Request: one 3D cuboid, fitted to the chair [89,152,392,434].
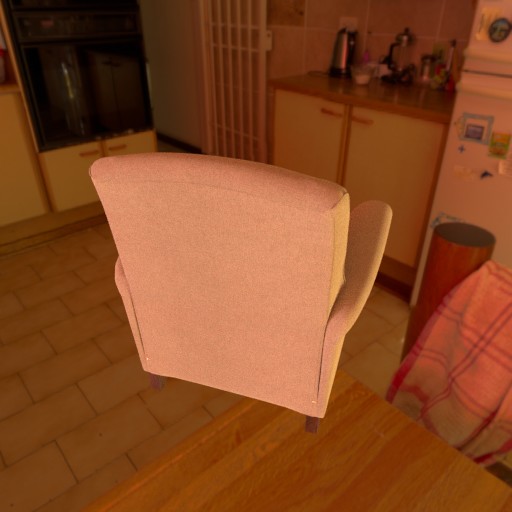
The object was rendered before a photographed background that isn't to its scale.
[{"bbox_3d":[0.000,0.000,1.771,0.978,1.061,0.905,10,32,16],"label":"chair"}]
